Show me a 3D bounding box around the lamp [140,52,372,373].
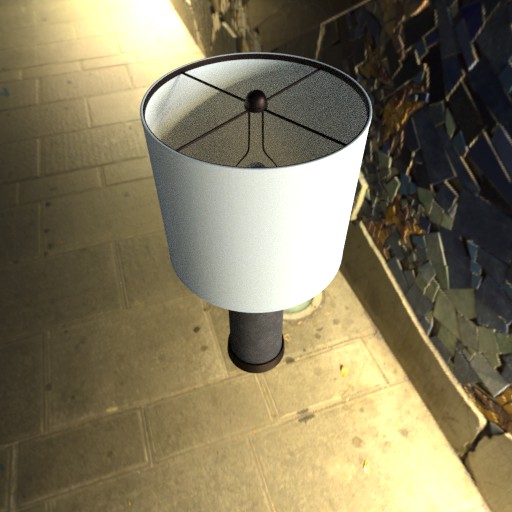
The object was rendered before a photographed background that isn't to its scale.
[{"bbox_3d":[0.000,0.000,0.804,0.301,0.630,0.301,-3,47,-2],"label":"lamp"}]
